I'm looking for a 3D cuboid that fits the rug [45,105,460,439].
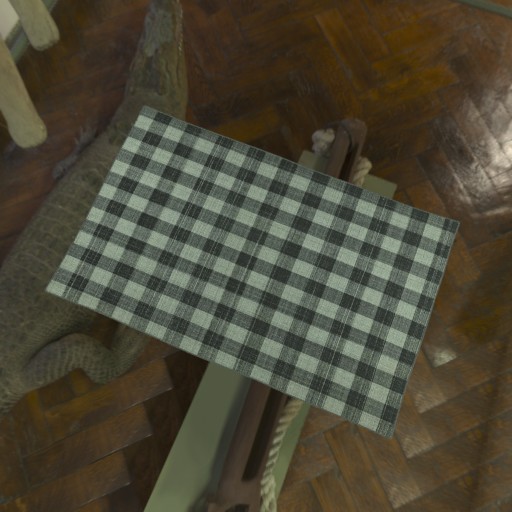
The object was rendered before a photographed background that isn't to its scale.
[{"bbox_3d":[0.000,0.000,3.068,2.476,0.011,1.554,22,77,5],"label":"rug"}]
